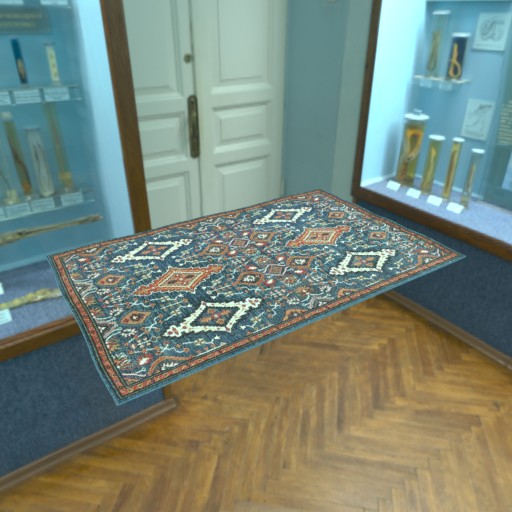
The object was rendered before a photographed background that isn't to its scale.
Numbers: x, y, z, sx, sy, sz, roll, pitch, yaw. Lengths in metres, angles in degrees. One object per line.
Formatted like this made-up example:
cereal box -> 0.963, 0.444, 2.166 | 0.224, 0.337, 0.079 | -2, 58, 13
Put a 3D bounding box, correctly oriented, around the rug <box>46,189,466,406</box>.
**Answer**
rug -> 0.000, 0.000, 2.296 | 1.847, 0.014, 1.195 | -17, 33, -28
